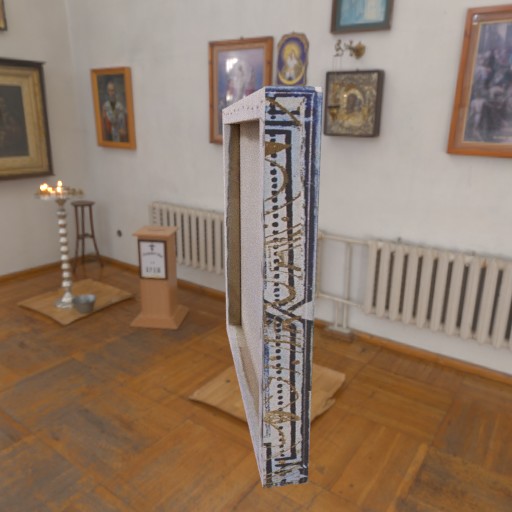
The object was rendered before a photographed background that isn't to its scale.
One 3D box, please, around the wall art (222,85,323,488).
[{"bbox_3d":[0.000,0.000,0.463,0.038,0.306,0.302,-3,16,-9],"label":"wall art"}]
